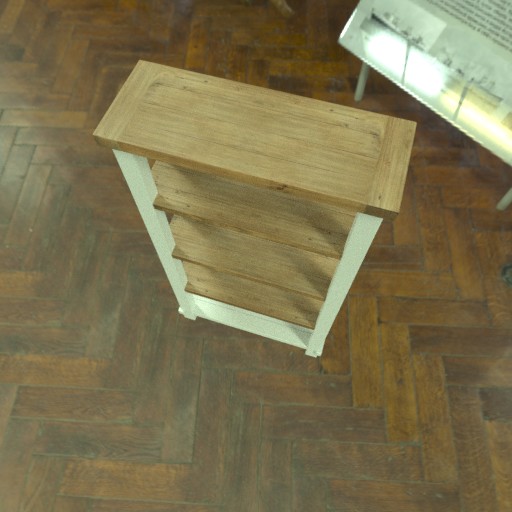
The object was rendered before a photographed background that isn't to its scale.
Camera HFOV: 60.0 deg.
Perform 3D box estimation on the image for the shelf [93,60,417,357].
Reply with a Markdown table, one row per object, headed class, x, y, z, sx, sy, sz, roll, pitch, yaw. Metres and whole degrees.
| class | x | y | z | sx | sy | sz | roll | pitch | yaw |
| --- | --- | --- | --- | --- | --- | --- | --- | --- | --- |
| shelf | 0.000 | 0.000 | 2.319 | 1.022 | 1.878 | 0.381 | 16 | 64 | 8 |
